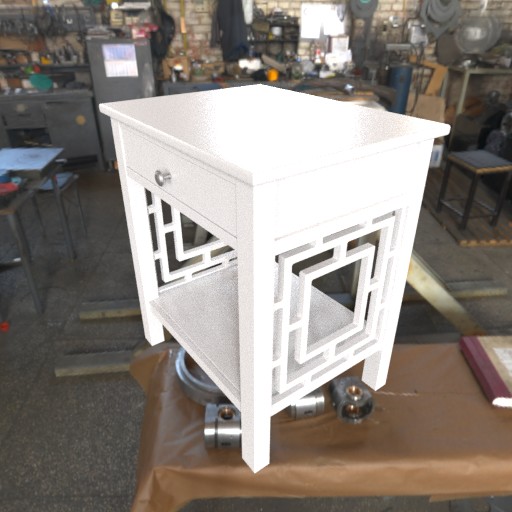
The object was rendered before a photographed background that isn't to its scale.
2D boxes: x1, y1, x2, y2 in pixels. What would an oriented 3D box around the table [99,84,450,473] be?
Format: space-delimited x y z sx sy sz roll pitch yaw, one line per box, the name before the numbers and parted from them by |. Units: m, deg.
table | 0.000 0.000 1.033 0.451 0.646 0.564 -20 35 -31
